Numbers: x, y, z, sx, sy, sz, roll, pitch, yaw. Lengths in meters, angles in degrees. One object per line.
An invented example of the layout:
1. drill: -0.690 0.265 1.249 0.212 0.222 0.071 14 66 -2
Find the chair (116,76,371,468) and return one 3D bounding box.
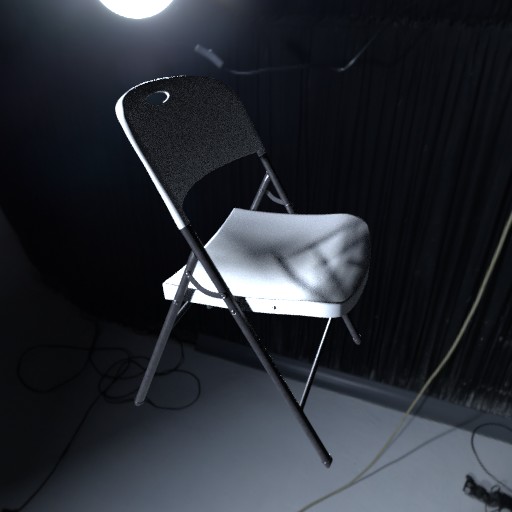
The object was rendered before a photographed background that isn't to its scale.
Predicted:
1. chair: 0.000 0.000 1.140 0.566 0.810 0.494 11 33 17
